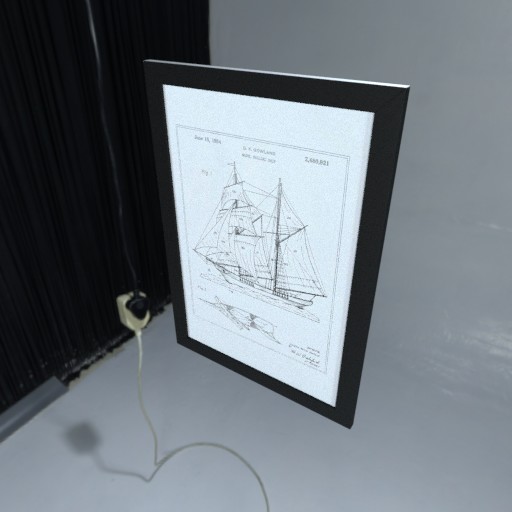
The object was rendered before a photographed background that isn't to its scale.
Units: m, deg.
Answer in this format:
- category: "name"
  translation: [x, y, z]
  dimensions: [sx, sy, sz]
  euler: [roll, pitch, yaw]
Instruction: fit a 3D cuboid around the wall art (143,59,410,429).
- category: "wall art"
  translation: [0.000, 0.000, 0.590]
  dimensions: [0.326, 0.459, 0.011]
  euler: [19, 36, 28]
